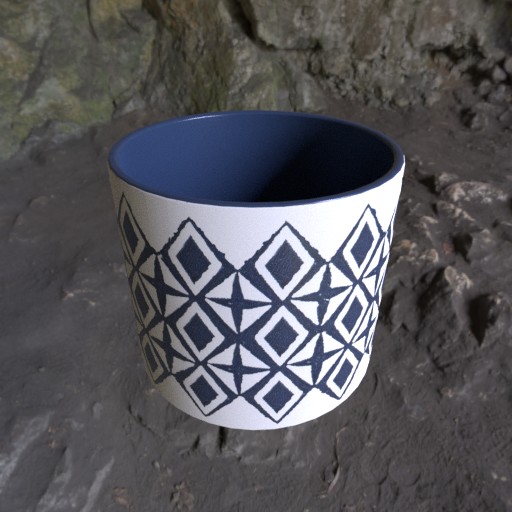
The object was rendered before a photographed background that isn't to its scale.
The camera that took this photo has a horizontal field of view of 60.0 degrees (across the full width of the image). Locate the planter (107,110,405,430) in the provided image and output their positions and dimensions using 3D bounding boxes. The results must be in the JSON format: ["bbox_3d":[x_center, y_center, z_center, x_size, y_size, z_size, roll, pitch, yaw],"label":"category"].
[{"bbox_3d":[0.000,0.000,0.322,0.182,0.165,0.182,0,32,0],"label":"planter"}]
